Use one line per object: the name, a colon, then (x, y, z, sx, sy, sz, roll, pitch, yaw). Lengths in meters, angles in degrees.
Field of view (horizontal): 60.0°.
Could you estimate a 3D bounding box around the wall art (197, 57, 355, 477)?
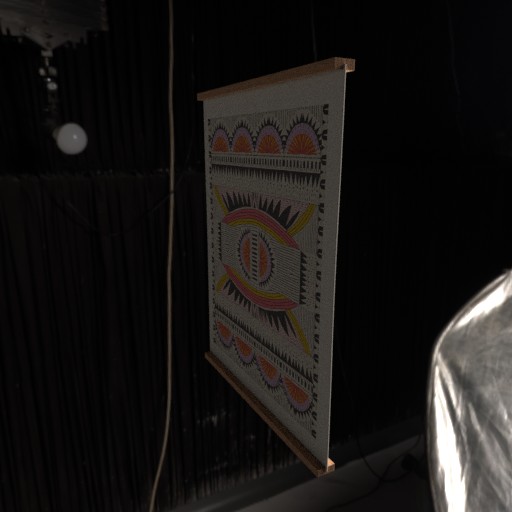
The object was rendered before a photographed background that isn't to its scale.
wall art: (0.000, 0.000, 0.712, 0.028, 0.527, 0.403, -8, 16, -28)
